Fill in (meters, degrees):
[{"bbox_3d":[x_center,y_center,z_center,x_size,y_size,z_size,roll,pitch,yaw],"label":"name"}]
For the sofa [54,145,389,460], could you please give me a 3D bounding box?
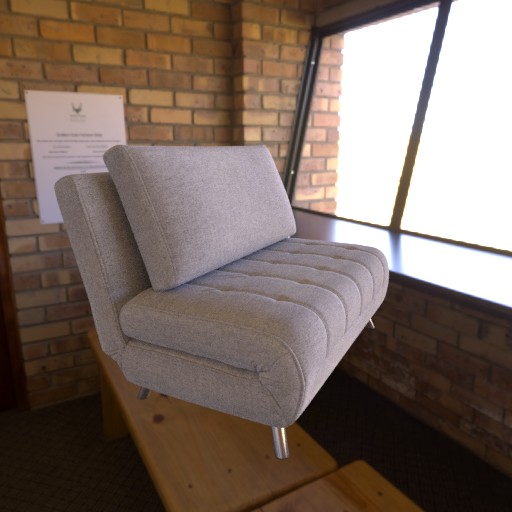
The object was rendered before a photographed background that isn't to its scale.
[{"bbox_3d":[0.000,0.000,1.870,0.910,0.910,1.220,7,16,27],"label":"sofa"}]
